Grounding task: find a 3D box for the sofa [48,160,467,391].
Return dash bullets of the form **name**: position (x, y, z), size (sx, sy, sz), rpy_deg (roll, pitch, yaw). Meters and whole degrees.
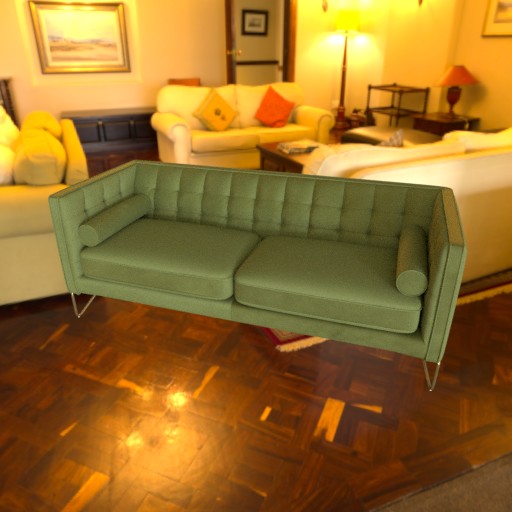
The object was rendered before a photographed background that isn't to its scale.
- **sofa**: position (0.000, 0.000, 2.575), size (2.087, 0.789, 0.867), rpy_deg (8, 27, 16)
